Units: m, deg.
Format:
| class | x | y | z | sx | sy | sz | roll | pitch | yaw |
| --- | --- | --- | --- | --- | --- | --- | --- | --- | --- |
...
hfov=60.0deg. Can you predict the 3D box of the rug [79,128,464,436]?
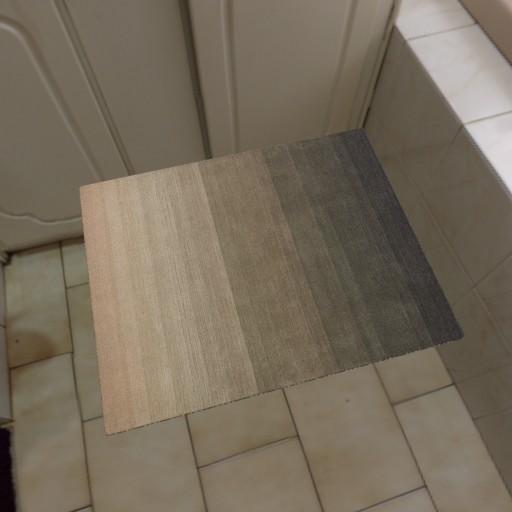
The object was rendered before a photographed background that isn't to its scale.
| class | x | y | z | sx | sy | sz | roll | pitch | yaw |
| --- | --- | --- | --- | --- | --- | --- | --- | --- | --- |
| rug | 0.000 | 0.000 | 3.914 | 2.902 | 0.017 | 2.305 | -13 | 64 | -7 |
